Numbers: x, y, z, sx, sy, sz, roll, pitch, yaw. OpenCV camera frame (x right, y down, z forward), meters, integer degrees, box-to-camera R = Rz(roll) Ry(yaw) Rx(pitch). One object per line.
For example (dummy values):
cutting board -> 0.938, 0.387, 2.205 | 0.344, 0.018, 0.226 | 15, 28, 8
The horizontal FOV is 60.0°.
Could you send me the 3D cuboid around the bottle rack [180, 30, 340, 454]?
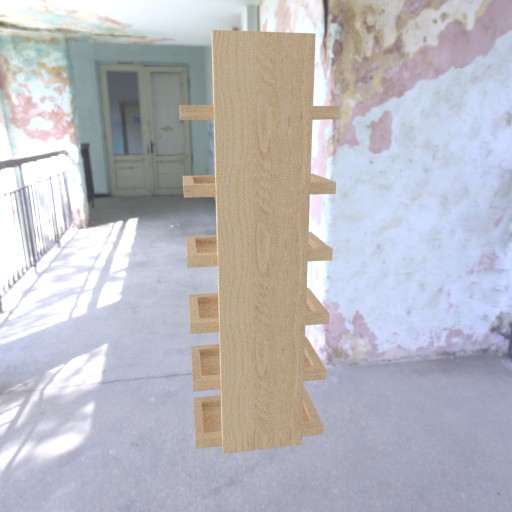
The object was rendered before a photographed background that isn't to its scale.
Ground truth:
bottle rack -> 0.000, 0.000, 1.068 | 0.330, 0.943, 0.206 | -3, 17, -9
